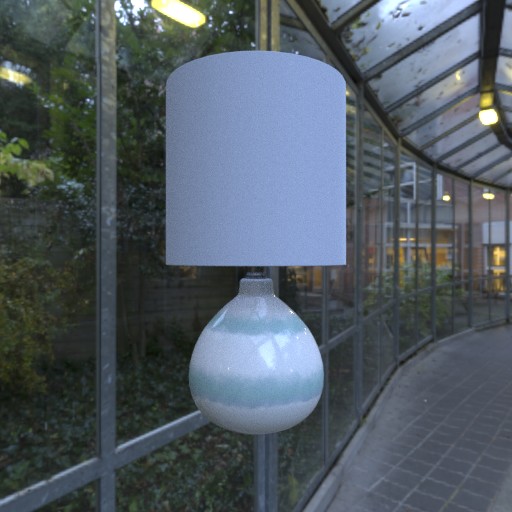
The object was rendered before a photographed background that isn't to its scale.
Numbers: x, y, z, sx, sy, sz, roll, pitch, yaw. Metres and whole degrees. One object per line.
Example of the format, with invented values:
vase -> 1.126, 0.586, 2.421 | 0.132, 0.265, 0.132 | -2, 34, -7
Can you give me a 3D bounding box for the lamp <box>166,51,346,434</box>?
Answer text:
lamp -> 0.000, 0.000, 0.544 | 0.217, 0.404, 0.217 | 0, 0, -37
